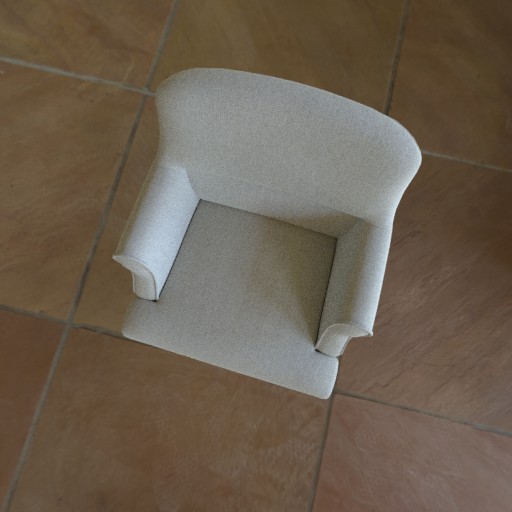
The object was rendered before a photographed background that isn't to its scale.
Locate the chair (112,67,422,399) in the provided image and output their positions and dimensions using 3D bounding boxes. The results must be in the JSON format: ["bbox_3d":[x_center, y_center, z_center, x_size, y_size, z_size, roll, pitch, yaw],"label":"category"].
[{"bbox_3d":[0.000,0.000,1.463,0.781,0.875,0.750,16,77,4],"label":"chair"}]
